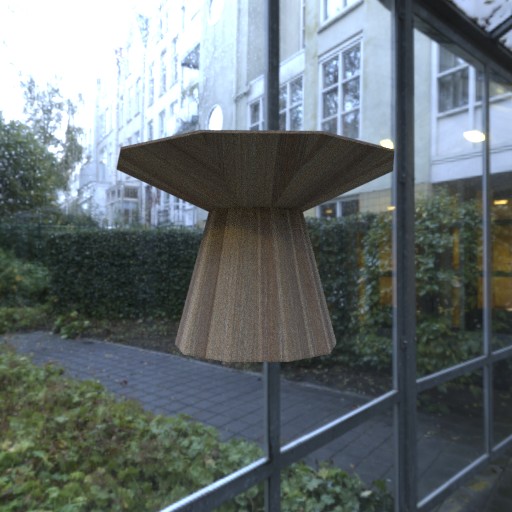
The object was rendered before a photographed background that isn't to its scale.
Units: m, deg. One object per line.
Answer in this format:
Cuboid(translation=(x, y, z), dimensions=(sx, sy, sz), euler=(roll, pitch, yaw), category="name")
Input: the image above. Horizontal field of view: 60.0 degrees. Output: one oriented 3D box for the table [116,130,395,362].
Cuboid(translation=(0.000, 0.000, 1.898), dimensions=(1.186, 0.752, 1.186), euler=(0, 0, 0), category="table")
